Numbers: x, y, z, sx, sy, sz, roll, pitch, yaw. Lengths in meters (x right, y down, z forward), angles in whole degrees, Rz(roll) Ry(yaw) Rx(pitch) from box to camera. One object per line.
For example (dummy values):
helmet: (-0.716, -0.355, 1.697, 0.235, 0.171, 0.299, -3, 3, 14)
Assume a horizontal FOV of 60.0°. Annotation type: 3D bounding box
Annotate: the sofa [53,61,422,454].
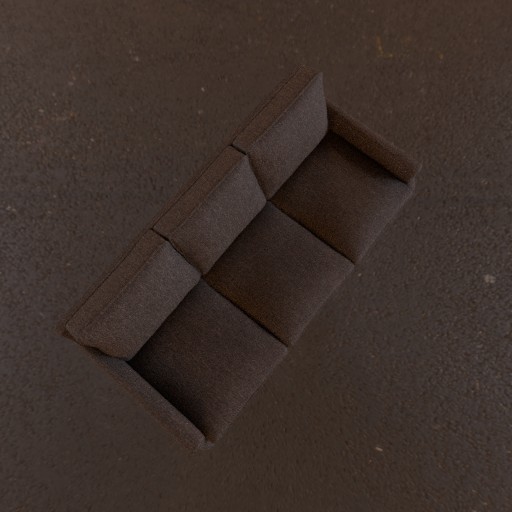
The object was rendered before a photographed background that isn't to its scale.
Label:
sofa: (0.000, 0.000, 2.829, 1.084, 1.003, 2.246, 39, 79, 9)
